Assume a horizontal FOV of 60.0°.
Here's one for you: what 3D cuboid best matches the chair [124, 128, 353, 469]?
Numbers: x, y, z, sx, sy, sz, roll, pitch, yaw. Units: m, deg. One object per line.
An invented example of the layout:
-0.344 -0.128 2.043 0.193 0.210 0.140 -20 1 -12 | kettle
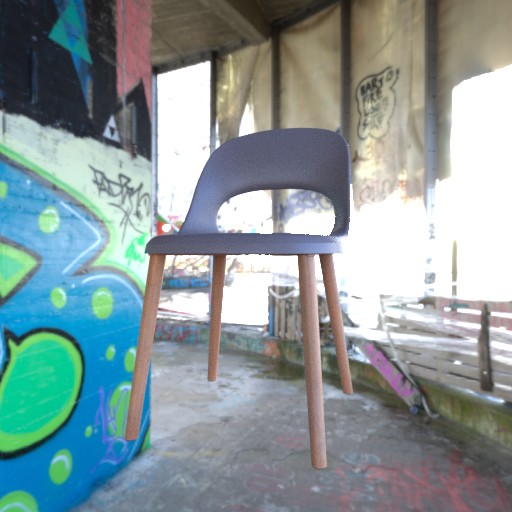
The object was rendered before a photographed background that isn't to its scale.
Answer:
0.000 0.000 1.138 0.470 0.795 0.556 0 1 18 | chair
